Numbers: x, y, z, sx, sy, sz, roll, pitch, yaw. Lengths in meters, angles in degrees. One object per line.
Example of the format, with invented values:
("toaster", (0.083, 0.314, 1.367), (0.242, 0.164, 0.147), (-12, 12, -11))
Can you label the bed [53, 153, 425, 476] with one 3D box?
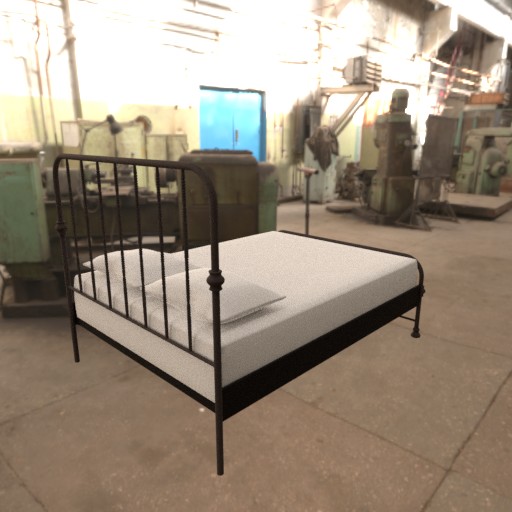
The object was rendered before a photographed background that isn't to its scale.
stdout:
("bed", (0.000, 0.000, 3.148), (1.616, 1.446, 2.134), (15, 21, 42))
